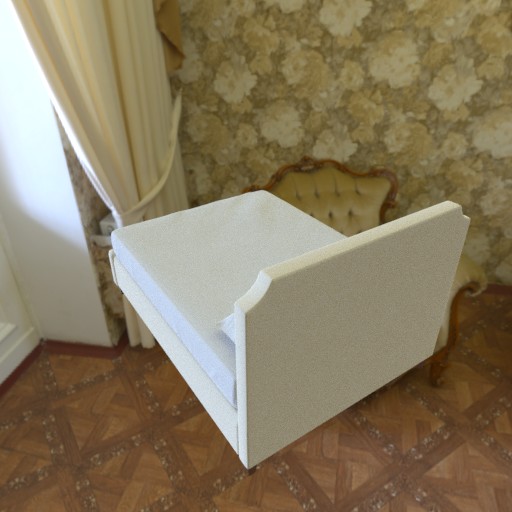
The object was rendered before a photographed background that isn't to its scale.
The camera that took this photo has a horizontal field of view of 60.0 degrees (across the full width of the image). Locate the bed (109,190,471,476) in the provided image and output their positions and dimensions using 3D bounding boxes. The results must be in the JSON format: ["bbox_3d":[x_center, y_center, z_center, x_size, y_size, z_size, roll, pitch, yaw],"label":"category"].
[{"bbox_3d":[0.000,0.000,3.498,1.703,1.415,2.329,-19,36,-28],"label":"bed"}]
